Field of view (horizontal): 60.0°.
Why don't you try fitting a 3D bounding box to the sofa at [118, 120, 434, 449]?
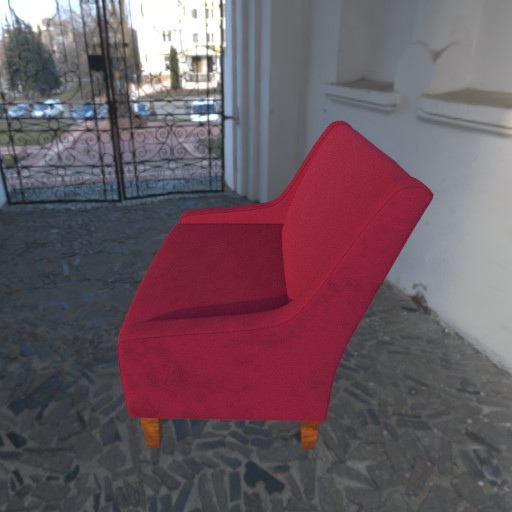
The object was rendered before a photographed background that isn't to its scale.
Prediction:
[{"bbox_3d":[0.000,0.000,1.897,0.946,0.976,1.242,0,24,1],"label":"sofa"}]
